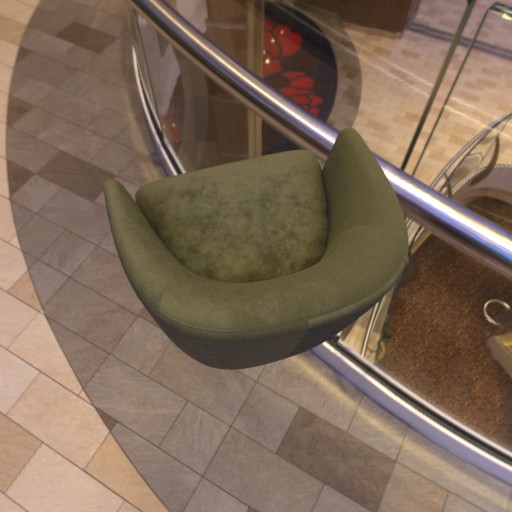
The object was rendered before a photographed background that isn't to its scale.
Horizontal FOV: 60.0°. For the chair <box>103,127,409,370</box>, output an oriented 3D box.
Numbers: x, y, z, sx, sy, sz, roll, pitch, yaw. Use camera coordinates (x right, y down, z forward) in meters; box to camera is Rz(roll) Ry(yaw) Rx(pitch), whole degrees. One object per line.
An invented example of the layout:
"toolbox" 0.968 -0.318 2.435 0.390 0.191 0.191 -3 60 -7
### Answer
"chair" 0.000 0.000 1.385 0.773 0.698 0.767 -14 60 -9
